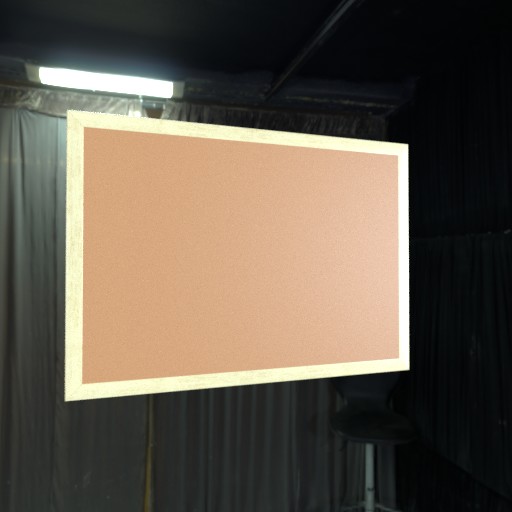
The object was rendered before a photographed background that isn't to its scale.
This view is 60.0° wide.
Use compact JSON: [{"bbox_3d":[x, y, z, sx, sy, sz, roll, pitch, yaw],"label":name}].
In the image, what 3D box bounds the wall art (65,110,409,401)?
[{"bbox_3d":[0.000,0.000,0.677,0.533,0.381,0.032,0,-1,-19],"label":"wall art"}]
